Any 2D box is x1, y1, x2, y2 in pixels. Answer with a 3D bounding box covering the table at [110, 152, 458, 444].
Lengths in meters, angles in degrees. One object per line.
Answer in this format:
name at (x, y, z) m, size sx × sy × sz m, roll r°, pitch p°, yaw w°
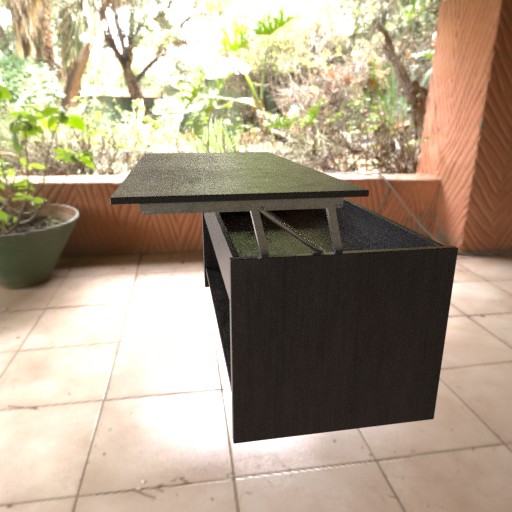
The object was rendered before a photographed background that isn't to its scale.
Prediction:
table at (0.000, 0.000, 1.413) m, size 0.712 × 0.570 × 1.000 m, roll -3°, pitch 18°, yaw -10°
